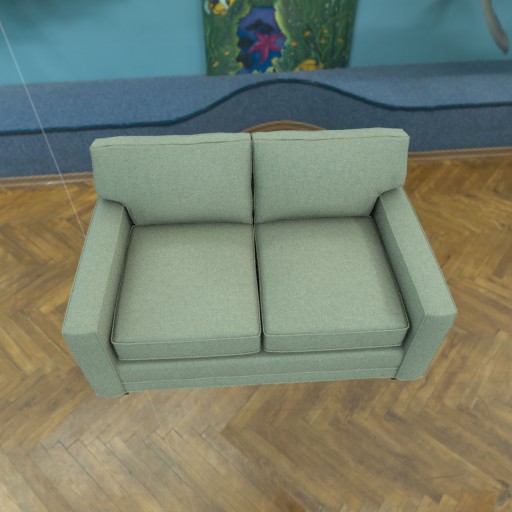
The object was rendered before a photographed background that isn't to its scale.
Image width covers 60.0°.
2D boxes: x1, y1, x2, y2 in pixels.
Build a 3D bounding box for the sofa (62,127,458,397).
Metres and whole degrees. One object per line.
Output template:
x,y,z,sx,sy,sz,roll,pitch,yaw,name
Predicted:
0.000,0.000,2.031,1.484,0.853,0.940,-3,47,-2,sofa
